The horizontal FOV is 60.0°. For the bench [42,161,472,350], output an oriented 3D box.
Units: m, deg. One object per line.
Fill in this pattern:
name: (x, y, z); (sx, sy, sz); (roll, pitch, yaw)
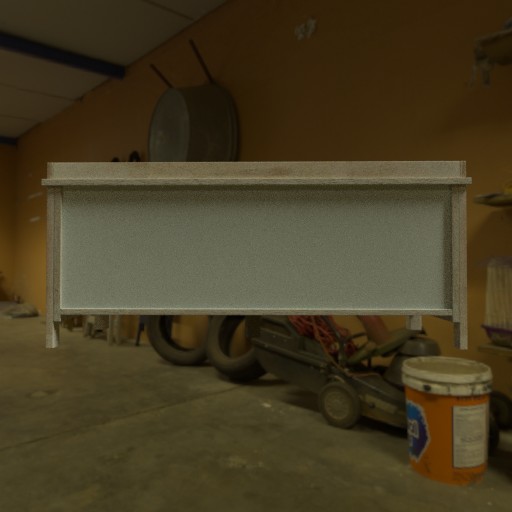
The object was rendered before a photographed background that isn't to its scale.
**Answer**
bench: (0.000, 0.000, 1.371); (1.140, 0.501, 0.398); (0, -1, 1)
